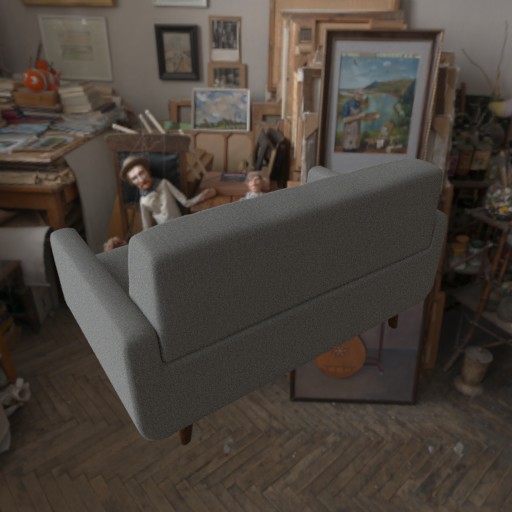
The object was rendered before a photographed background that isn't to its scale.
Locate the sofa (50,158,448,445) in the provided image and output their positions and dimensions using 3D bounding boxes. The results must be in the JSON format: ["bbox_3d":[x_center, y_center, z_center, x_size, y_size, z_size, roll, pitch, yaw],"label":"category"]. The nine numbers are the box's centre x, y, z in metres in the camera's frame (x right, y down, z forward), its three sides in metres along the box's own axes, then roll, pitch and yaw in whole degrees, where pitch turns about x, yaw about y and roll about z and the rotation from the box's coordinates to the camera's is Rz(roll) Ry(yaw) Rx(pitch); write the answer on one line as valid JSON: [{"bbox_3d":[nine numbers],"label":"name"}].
[{"bbox_3d":[0.000,0.000,2.163,1.651,0.925,0.952,-19,35,-30],"label":"sofa"}]
